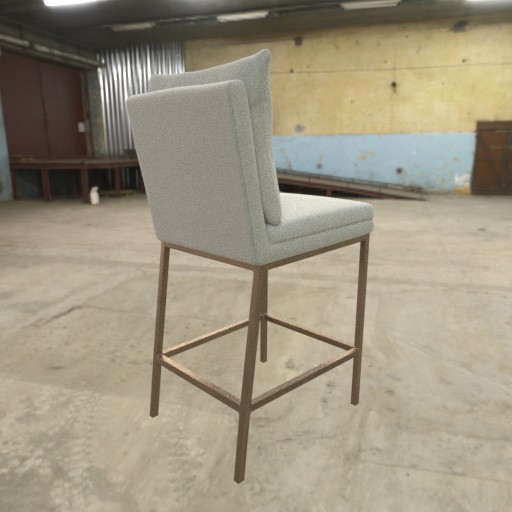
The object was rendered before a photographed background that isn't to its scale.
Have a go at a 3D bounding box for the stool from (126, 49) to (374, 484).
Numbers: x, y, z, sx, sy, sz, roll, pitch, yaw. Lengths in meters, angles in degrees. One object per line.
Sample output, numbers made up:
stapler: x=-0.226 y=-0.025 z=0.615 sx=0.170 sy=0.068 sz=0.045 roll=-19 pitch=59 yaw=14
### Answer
stool: x=0.000 y=0.000 z=1.328 sx=0.463 sy=1.032 sz=0.572 roll=13 pitch=18 yaw=43
